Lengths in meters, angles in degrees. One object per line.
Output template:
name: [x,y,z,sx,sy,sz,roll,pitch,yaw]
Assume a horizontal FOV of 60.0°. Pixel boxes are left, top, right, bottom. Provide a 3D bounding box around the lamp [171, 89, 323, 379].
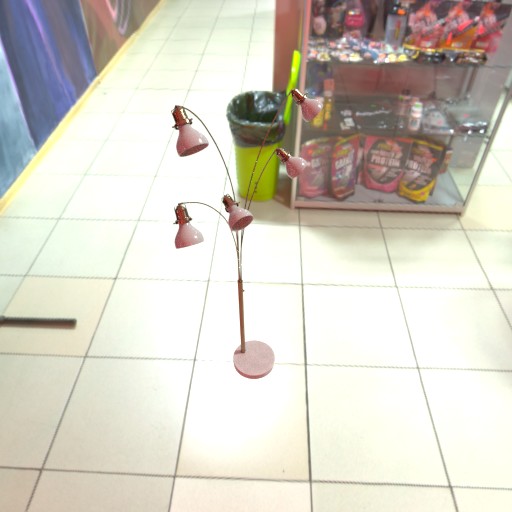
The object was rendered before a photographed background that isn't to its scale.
lamp: [0.000,0.000,3.030,0.361,2.423,1.405,26,48,25]
